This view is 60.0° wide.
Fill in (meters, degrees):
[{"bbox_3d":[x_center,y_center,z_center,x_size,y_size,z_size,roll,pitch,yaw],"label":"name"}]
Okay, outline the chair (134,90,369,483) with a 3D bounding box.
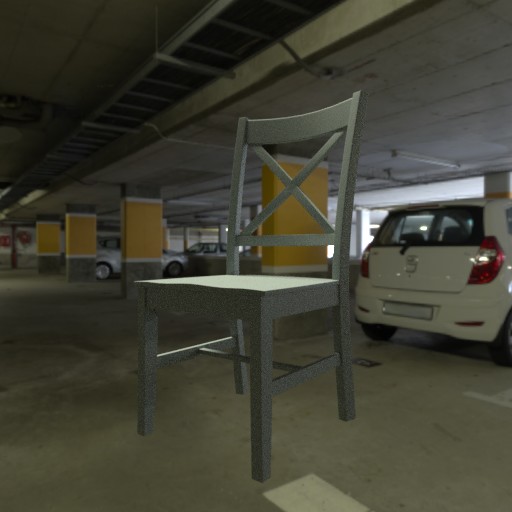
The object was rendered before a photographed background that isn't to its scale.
[{"bbox_3d":[0.000,0.000,1.298,0.485,0.983,0.542,1,1,37],"label":"chair"}]
